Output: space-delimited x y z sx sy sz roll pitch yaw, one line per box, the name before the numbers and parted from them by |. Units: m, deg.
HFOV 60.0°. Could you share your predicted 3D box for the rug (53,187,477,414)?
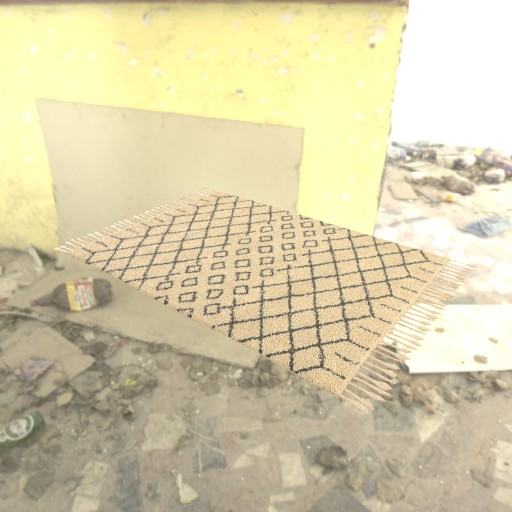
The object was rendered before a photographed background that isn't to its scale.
rug | 0.000 0.000 3.183 2.615 0.029 1.664 21 35 33
